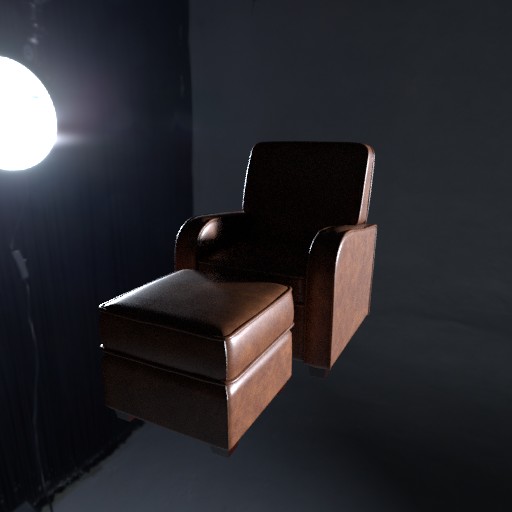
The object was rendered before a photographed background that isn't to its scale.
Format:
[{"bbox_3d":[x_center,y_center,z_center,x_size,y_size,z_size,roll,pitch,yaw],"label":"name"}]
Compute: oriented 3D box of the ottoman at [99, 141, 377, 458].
[{"bbox_3d":[0.000,0.000,1.843,0.732,0.904,1.314,8,18,26],"label":"ottoman"}]
